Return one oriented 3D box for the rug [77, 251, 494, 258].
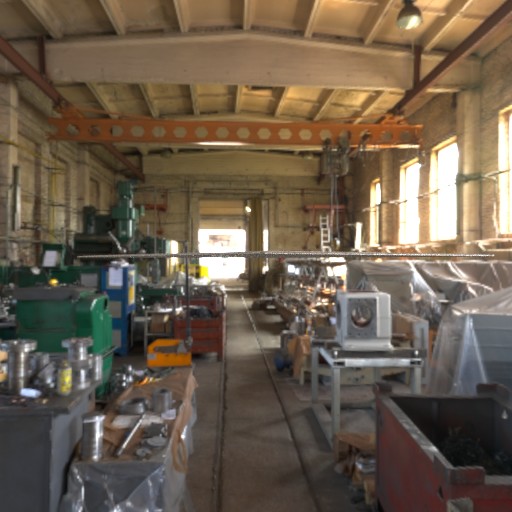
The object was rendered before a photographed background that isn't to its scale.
[{"bbox_3d":[0.000,0.000,2.827,1.609,0.013,2.214,0,-1,-37],"label":"rug"}]
